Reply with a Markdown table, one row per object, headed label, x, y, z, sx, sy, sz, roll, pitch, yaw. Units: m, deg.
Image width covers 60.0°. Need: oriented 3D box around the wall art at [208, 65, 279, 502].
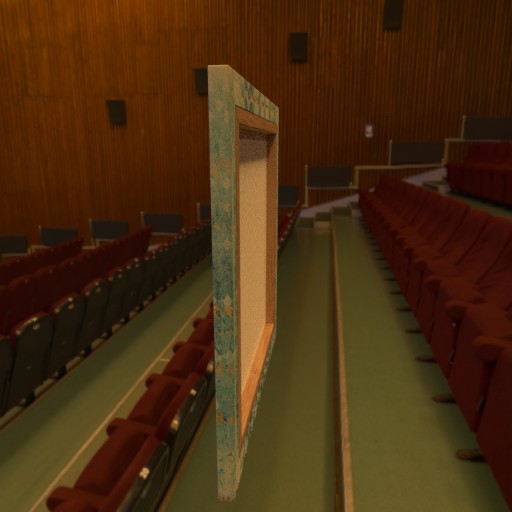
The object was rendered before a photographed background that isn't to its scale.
| label | x | y | z | sx | sy | sz | roll | pitch | yaw |
| --- | --- | --- | --- | --- | --- | --- | --- | --- | --- |
| wall art | 0.000 | 0.000 | 1.330 | 0.040 | 0.916 | 0.916 | 2 | 14 | 8 |
